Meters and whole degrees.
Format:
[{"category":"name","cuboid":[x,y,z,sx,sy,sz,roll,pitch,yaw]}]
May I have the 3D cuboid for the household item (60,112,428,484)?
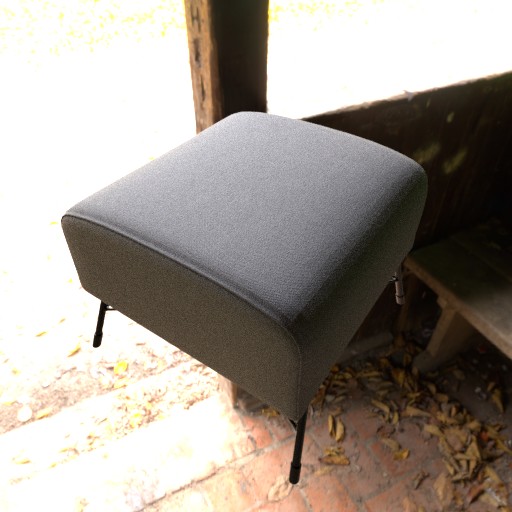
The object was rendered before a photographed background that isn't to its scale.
[{"category":"household item","cuboid":[0.000,0.000,0.905,0.530,0.410,0.530,24,46,25]}]
